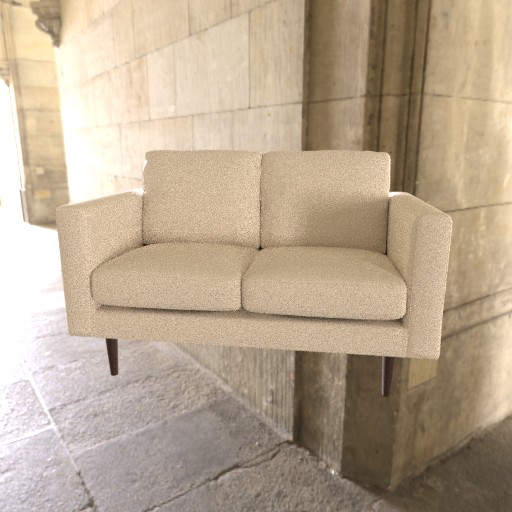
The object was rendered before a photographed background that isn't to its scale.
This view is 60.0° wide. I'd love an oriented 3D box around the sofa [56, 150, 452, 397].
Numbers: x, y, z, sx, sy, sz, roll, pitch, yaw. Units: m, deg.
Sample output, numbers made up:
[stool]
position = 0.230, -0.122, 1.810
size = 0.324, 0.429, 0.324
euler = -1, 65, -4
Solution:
[sofa]
position = 0.000, 0.000, 1.957
size = 1.430, 0.908, 0.796
euler = 2, 14, 8
